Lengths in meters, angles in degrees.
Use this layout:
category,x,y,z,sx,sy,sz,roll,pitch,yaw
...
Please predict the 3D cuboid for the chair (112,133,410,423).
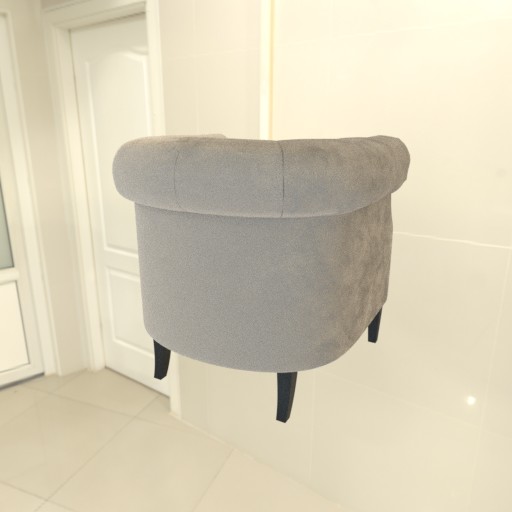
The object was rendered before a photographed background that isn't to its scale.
category,x,y,z,sx,sy,sz,roll,pitch,yaw
chair,0.000,0.000,1.566,0.904,0.826,0.851,9,19,28
